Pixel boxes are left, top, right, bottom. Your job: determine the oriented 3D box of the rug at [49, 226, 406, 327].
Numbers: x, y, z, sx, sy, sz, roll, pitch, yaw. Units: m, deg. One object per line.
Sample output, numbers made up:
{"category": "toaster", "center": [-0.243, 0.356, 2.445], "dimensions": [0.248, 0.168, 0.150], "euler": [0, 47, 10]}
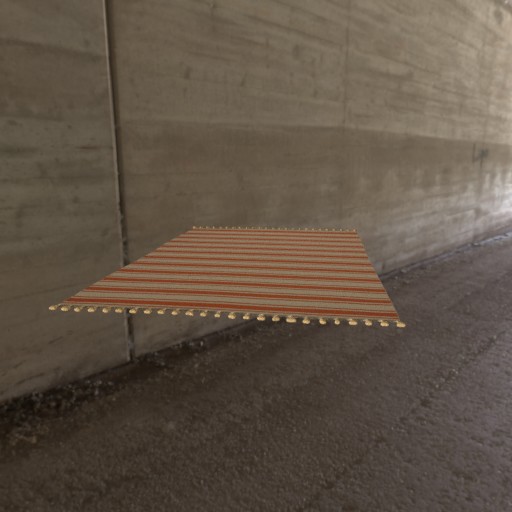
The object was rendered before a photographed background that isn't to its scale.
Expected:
{"category": "rug", "center": [0.000, 0.000, 3.060], "dimensions": [1.556, 0.022, 2.433], "euler": [2, 13, 8]}
